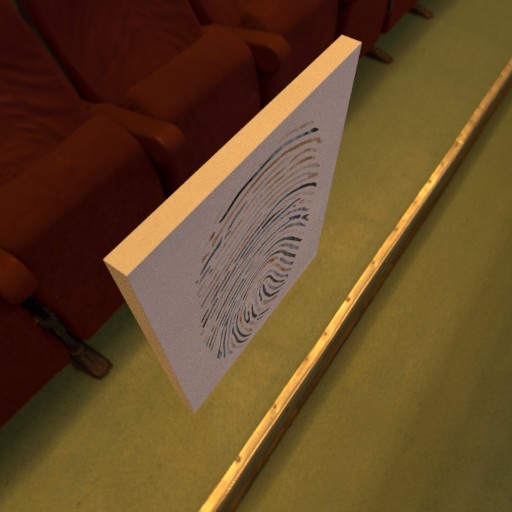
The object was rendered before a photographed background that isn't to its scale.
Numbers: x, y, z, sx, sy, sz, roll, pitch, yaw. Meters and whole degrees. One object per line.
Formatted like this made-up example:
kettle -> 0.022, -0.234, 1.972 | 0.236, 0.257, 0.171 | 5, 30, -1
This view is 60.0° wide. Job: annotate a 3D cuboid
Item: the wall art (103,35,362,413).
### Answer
wall art -> 0.000, 0.000, 0.831 | 0.037, 0.606, 0.508 | 31, 63, 18
